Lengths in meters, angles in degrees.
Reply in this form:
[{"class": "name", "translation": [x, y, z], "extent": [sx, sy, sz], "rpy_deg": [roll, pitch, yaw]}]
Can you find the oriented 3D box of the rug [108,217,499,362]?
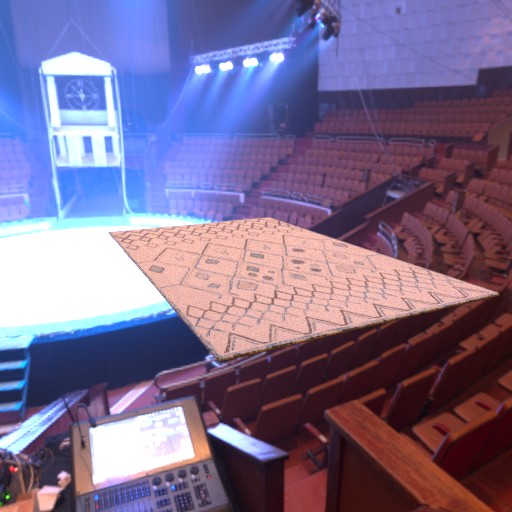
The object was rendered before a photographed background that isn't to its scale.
[{"class": "rug", "translation": [0.000, 0.000, 2.948], "extent": [1.524, 0.015, 2.439], "rpy_deg": [-7, 17, -26]}]
